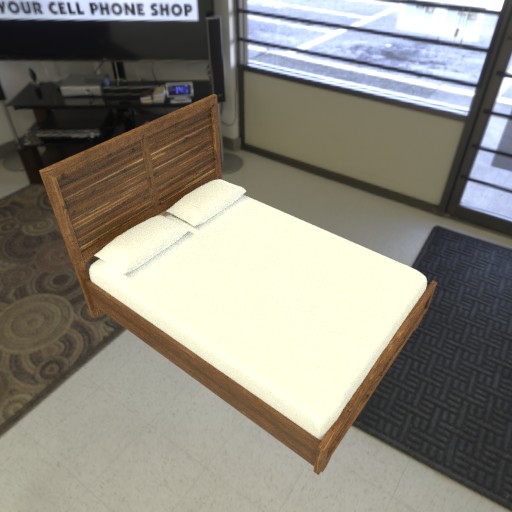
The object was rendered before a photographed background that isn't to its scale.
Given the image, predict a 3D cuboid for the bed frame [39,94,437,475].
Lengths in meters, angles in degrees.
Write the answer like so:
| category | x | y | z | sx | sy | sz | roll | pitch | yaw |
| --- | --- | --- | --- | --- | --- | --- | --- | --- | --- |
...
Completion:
| category | x | y | z | sx | sy | sz | roll | pitch | yaw |
| --- | --- | --- | --- | --- | --- | --- | --- | --- | --- |
| bed frame | 0.000 | 0.000 | 3.330 | 2.276 | 1.417 | 1.696 | 27 | 47 | 28 |
